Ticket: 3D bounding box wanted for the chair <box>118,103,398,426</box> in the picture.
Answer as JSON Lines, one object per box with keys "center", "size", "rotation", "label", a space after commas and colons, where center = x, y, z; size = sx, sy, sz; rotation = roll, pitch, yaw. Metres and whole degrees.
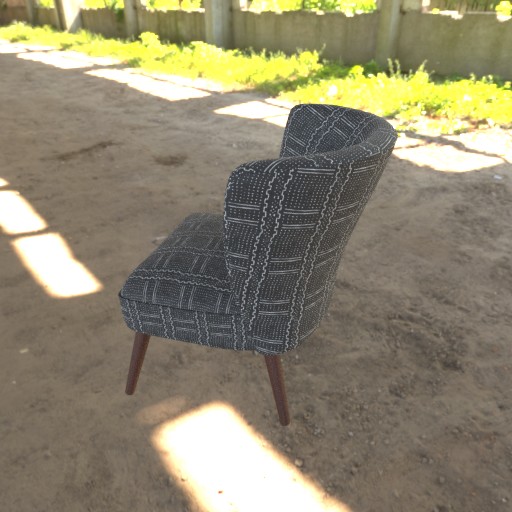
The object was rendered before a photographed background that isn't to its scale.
{"center": [0.000, 0.000, 1.432], "size": [0.758, 0.866, 0.710], "rotation": [8, 31, 13], "label": "chair"}
